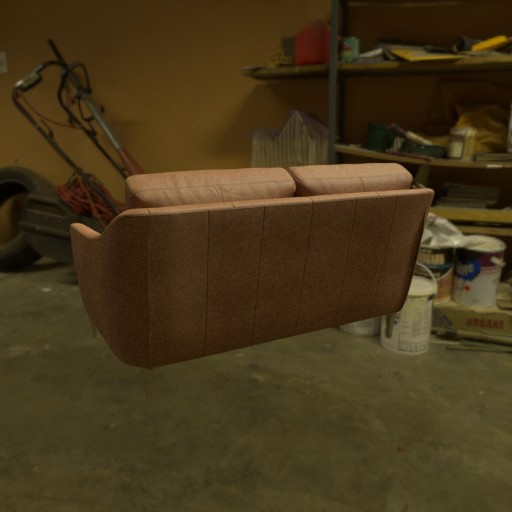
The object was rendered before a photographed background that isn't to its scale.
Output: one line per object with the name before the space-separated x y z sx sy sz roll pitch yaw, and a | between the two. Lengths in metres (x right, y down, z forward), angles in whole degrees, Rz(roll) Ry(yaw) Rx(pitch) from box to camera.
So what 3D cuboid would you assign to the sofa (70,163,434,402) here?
sofa | 0.000 0.000 2.199 1.619 0.902 0.960 -8 17 -26
